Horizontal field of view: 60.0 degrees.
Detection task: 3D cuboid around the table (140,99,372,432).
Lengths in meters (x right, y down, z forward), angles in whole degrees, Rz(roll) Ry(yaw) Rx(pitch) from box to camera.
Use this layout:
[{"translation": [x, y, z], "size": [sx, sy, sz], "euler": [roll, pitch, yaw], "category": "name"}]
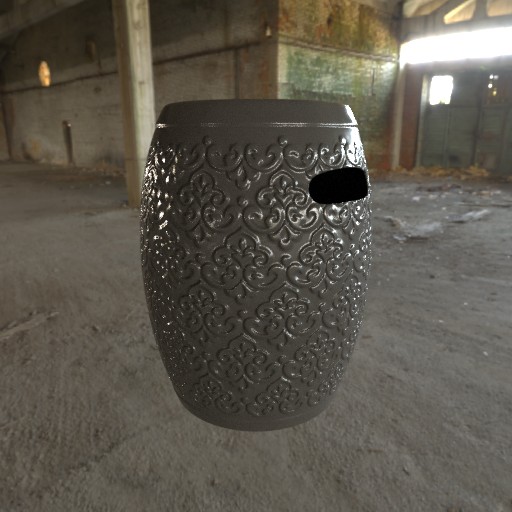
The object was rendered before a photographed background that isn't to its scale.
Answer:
[{"translation": [0.000, 0.000, 0.614], "size": [0.309, 0.397, 0.309], "euler": [0, 15, 0], "category": "table"}]
